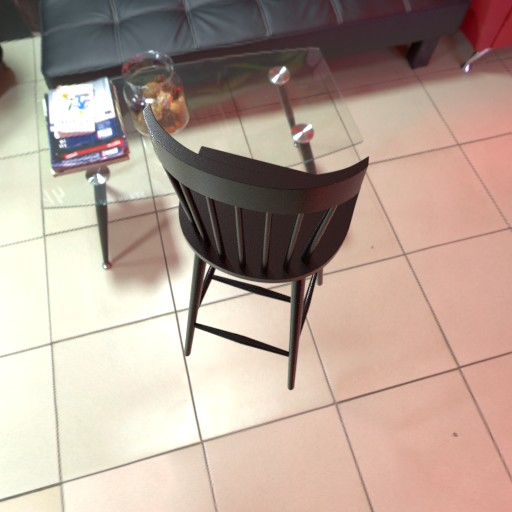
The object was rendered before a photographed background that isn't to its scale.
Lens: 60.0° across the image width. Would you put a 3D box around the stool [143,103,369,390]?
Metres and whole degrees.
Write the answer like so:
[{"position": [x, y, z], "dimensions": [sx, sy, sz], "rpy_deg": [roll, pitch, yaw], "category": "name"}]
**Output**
[{"position": [0.000, 0.000, 1.334], "dimensions": [0.482, 1.092, 0.483], "rpy_deg": [16, 64, 8], "category": "stool"}]
